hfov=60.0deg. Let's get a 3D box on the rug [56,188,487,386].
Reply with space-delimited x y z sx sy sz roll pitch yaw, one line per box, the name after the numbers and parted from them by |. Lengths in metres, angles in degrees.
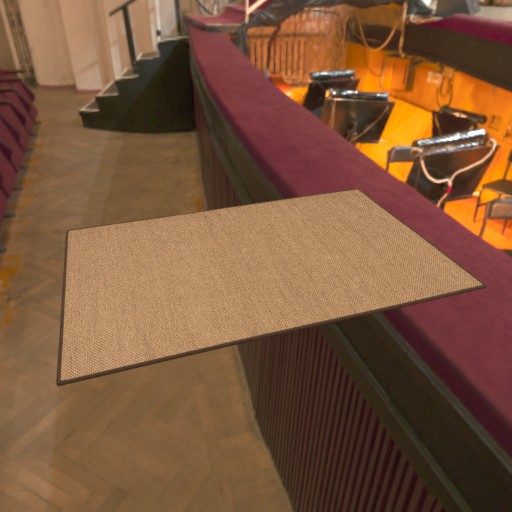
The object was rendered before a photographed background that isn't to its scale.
0.000 0.000 2.043 1.676 0.013 1.067 -10 33 -16 | rug
